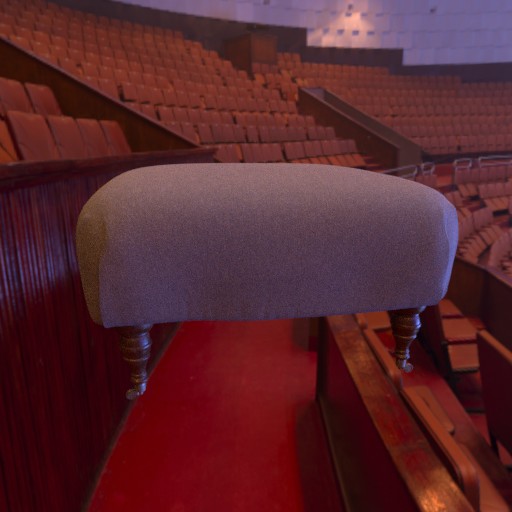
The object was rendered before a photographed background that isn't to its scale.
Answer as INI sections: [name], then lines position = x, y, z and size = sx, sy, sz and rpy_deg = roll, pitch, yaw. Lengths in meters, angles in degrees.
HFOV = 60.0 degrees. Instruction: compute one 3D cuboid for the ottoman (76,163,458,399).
[ottoman]
position = 0.000, 0.000, 1.103
size = 0.747, 0.450, 0.622
rpy_deg = -3, 15, -10
